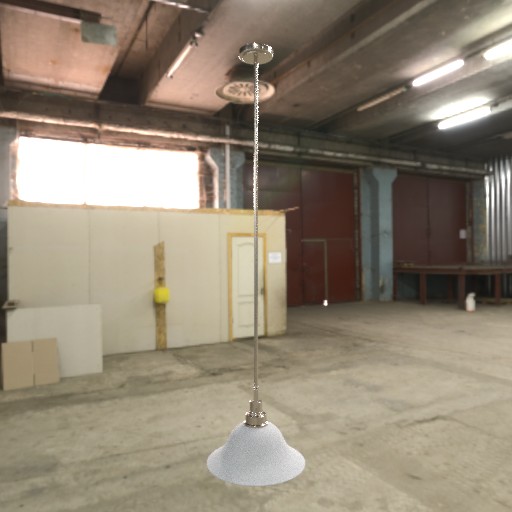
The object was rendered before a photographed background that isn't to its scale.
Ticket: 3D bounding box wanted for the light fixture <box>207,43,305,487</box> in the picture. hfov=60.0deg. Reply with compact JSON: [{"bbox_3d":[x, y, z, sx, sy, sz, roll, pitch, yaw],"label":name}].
[{"bbox_3d":[0.000,0.000,1.463,0.324,1.354,0.324,0,0,1],"label":"light fixture"}]
